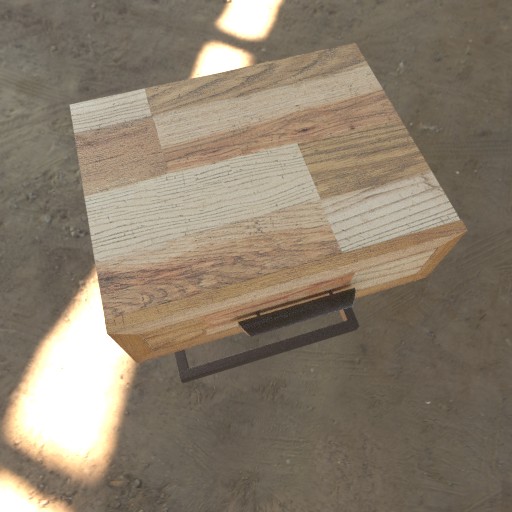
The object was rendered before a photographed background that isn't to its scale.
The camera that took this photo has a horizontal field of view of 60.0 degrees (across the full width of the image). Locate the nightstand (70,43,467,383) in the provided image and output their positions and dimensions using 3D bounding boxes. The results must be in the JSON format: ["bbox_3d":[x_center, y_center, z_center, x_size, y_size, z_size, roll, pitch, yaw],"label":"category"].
[{"bbox_3d":[0.000,0.000,1.015,0.558,0.632,0.481,-15,65,-7],"label":"nightstand"}]
